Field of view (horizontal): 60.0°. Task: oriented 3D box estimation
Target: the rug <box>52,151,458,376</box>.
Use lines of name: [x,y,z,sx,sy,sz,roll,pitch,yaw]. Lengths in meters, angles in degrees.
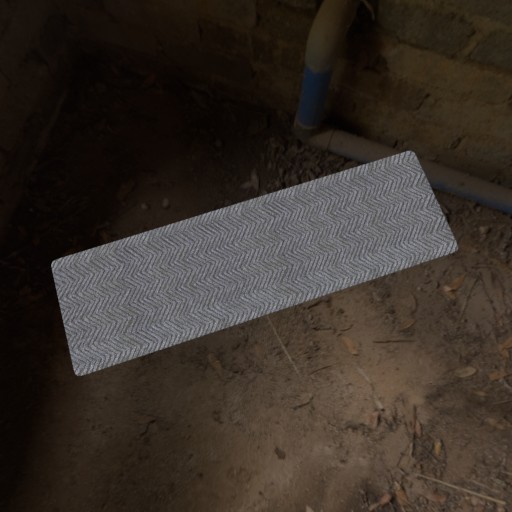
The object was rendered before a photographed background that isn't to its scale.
rug: [0.000,0.000,2.583,2.286,0.008,0.686,-18,76,-5]
